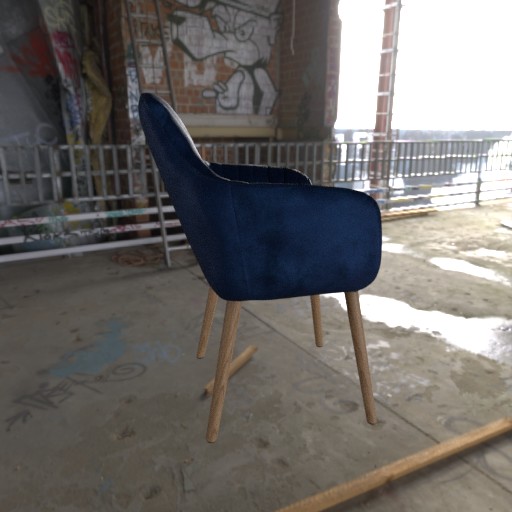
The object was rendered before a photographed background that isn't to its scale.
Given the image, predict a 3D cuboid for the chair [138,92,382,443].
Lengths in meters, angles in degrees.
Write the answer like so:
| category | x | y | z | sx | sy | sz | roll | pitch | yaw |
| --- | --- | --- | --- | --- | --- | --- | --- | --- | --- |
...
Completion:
| category | x | y | z | sx | sy | sz | roll | pitch | yaw |
| --- | --- | --- | --- | --- | --- | --- | --- | --- | --- |
| chair | 0.000 | 0.000 | 1.231 | 0.573 | 0.826 | 0.578 | -3 | 16 | -10 |
